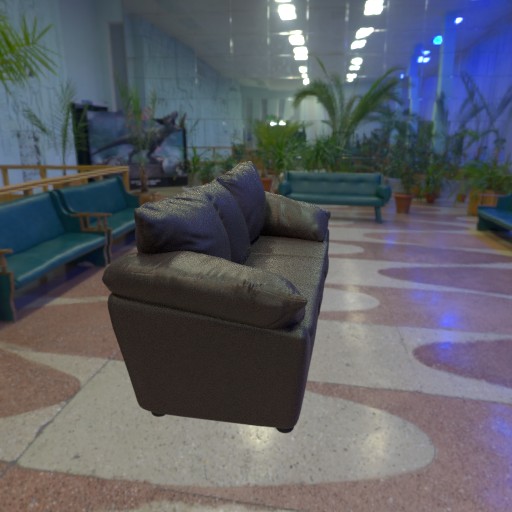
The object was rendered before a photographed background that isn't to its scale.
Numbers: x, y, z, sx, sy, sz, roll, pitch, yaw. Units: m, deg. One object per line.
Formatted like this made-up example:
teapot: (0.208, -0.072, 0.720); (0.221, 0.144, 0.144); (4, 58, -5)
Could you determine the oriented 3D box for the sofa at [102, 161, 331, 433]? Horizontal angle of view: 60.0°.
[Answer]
sofa: (0.000, 0.000, 2.886); (0.907, 1.091, 2.390); (3, 16, 11)
